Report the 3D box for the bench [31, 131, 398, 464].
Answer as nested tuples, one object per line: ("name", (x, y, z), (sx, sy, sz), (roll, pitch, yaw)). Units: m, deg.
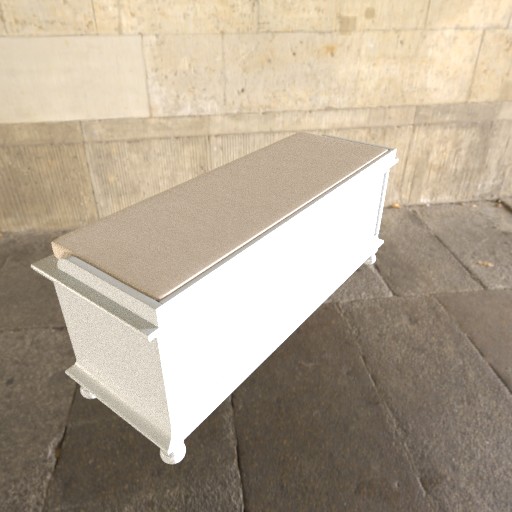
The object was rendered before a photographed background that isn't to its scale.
("bench", (0.000, 0.000, 1.418), (0.402, 0.486, 1.185), (22, 38, 31))
